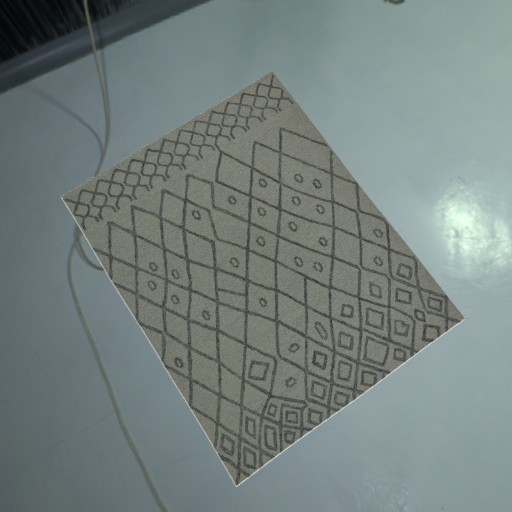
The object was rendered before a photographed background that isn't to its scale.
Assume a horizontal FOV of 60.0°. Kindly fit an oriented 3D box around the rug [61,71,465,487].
[{"bbox_3d":[0.000,0.000,4.081,2.446,0.015,3.046,-33,79,-7],"label":"rug"}]
